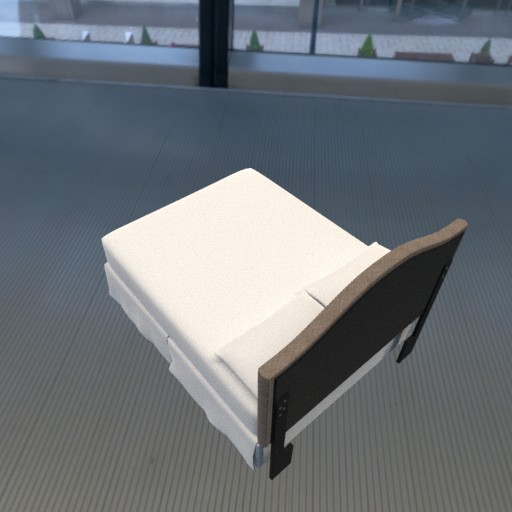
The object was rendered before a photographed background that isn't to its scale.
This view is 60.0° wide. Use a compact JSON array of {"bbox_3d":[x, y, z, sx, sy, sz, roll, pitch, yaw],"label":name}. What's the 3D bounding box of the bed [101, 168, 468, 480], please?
[{"bbox_3d":[0.000,0.000,3.294,1.713,1.518,2.153,-31,53,-27],"label":"bed"}]
